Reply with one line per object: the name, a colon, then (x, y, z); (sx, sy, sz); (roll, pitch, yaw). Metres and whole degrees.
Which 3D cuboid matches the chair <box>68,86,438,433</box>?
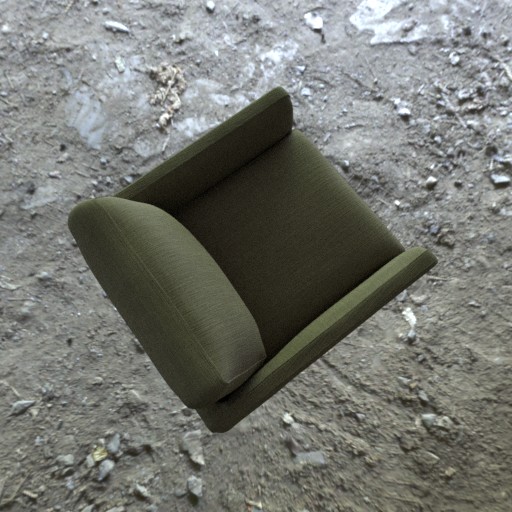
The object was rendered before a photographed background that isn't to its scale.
chair: (0.000, 0.000, 1.478); (0.834, 0.811, 0.763); (-36, 77, -10)
